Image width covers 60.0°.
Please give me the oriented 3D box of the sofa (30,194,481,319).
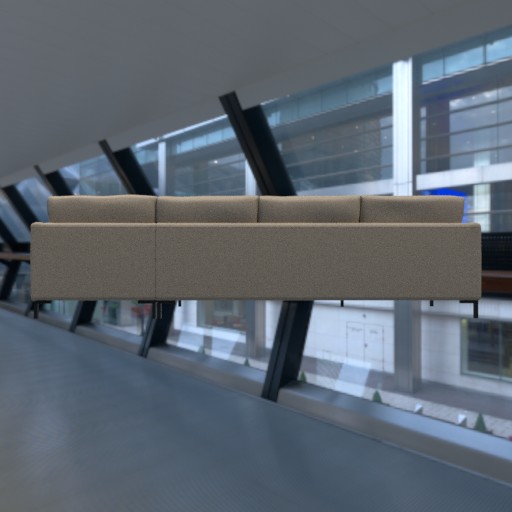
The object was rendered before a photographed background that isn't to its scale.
[{"bbox_3d":[0.000,0.000,3.552,2.737,0.756,1.879,0,0,0],"label":"sofa"}]
